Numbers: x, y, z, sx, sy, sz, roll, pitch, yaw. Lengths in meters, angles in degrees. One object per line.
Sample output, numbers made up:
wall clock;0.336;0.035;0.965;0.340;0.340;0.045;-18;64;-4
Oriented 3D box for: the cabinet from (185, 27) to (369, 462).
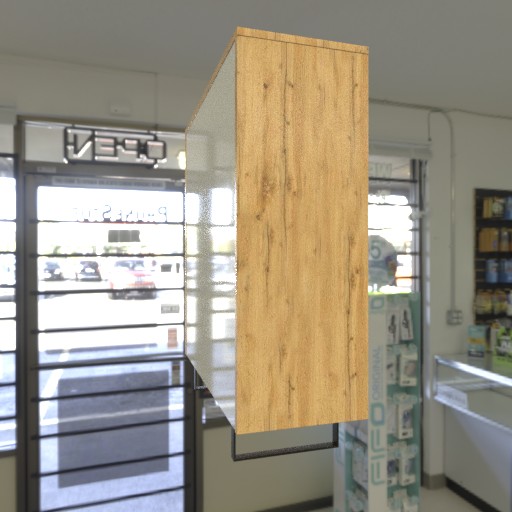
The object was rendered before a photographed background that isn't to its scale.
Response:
cabinet;0.000;0.000;1.976;0.473;1.397;1.168;0;0;-17
